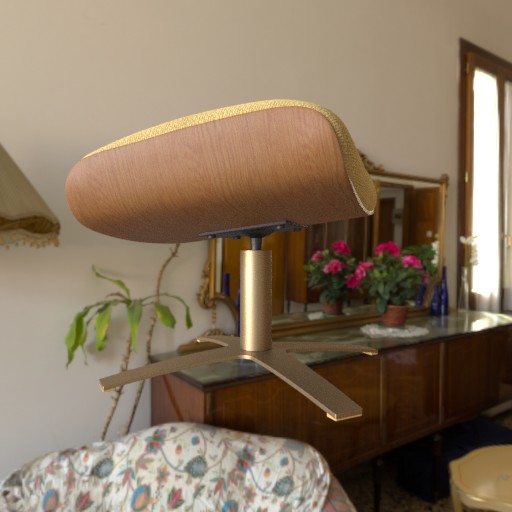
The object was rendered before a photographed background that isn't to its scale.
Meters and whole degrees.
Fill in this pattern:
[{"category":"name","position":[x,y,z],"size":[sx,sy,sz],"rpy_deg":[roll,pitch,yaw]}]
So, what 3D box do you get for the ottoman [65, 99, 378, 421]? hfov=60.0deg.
[{"category":"ottoman","position":[0.000,0.000,0.772],"size":[0.394,0.391,0.520],"rpy_deg":[0,1,19]}]
